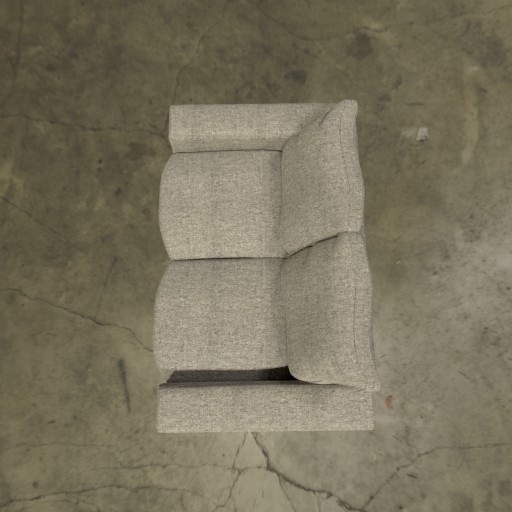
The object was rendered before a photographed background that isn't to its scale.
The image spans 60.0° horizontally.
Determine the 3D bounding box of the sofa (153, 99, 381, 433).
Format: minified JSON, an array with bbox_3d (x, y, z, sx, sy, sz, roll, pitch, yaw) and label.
[{"bbox_3d":[0.000,0.000,2.400,1.094,0.877,1.758,-1,75,0],"label":"sofa"}]
